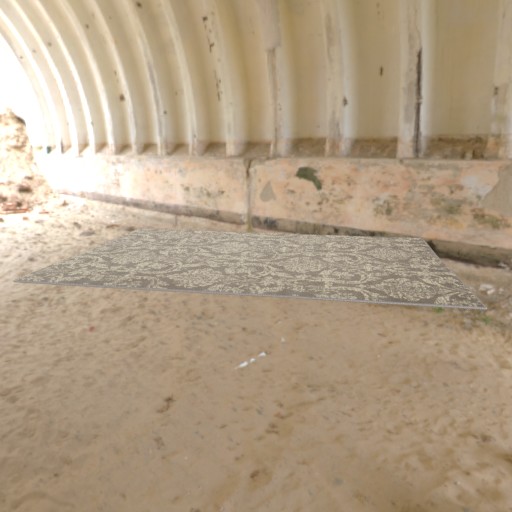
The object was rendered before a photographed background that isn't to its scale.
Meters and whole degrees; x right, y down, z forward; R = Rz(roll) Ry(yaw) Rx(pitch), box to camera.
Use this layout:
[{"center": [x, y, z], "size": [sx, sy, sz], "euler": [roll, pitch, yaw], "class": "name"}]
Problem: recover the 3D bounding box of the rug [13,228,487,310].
[{"center": [0.000, 0.000, 3.383], "size": [2.746, 0.018, 1.819], "euler": [2, 14, 10], "class": "rug"}]
